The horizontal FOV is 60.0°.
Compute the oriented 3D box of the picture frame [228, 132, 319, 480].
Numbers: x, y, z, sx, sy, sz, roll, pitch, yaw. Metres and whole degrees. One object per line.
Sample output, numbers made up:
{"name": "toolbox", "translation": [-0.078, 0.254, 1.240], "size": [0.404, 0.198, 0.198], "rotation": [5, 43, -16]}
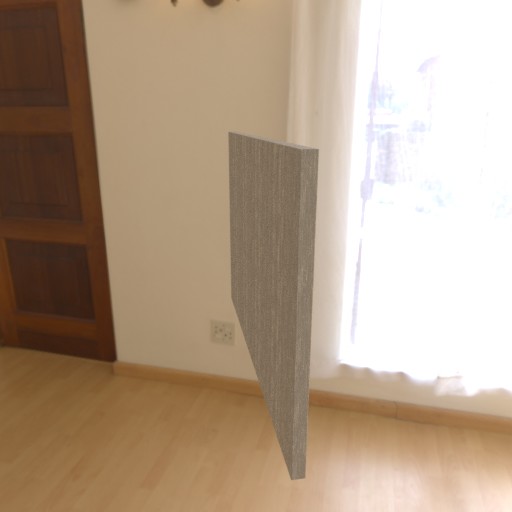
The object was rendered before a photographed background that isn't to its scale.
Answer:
{"name": "picture frame", "translation": [0.000, 0.000, 1.234], "size": [0.029, 0.640, 0.950], "rotation": [-3, 18, -10]}
